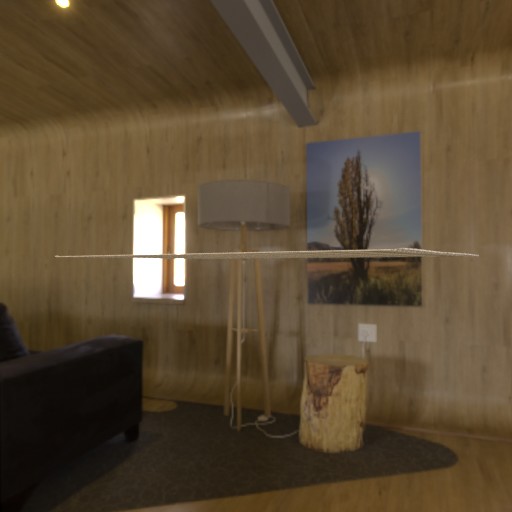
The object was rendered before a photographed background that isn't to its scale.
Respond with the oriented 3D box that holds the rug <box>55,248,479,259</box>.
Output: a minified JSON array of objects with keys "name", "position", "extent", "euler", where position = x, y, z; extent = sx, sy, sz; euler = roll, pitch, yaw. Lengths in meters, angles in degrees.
[{"name":"rug","position":[0.000,0.000,2.487],"extent":[2.084,0.009,1.222],"euler":[-1,-1,36]}]
